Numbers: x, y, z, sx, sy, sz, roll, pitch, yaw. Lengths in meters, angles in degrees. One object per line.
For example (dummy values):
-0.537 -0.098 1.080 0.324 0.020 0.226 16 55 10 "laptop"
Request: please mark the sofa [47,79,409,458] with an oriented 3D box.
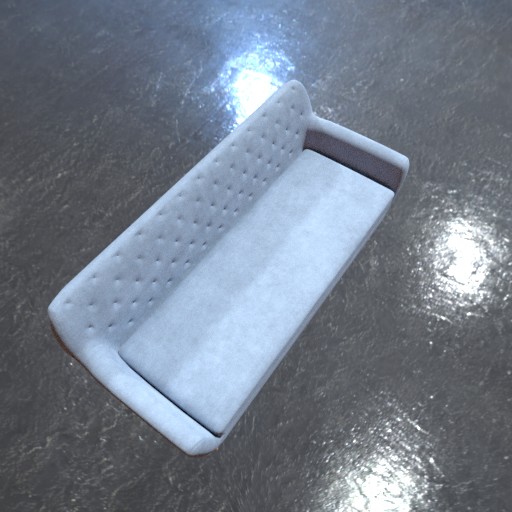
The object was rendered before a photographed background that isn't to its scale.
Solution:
0.000 0.000 2.397 0.830 0.830 1.970 32 63 18 "sofa"
